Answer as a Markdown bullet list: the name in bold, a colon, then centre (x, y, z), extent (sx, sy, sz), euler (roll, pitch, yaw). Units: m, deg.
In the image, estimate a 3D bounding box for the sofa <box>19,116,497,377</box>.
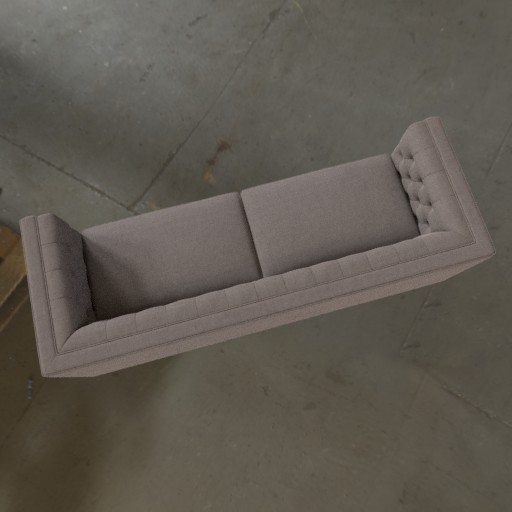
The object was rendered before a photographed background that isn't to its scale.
- **sofa**: centre (0.000, 0.000, 2.472), extent (2.159, 0.762, 0.775), euler (-15, 76, -4)
